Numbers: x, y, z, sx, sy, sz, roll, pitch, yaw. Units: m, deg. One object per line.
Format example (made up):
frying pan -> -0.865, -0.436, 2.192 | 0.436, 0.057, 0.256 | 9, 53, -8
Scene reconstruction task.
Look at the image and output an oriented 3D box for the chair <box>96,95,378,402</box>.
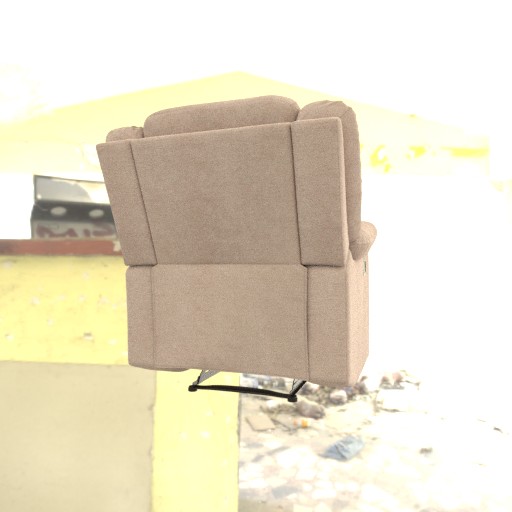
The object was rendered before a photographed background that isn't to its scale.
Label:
chair -> 0.000, 0.000, 1.754 | 0.899, 1.008, 0.944 | 0, -1, 19
